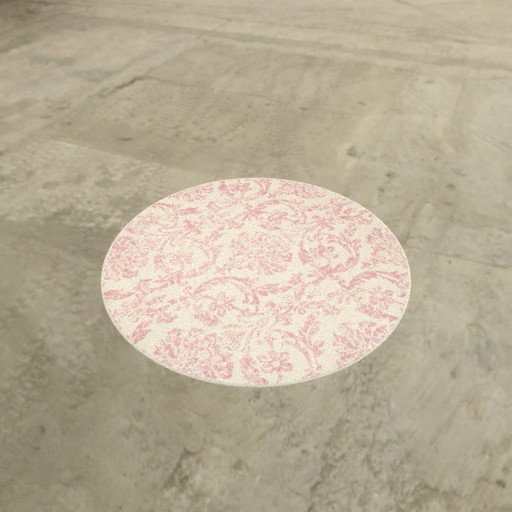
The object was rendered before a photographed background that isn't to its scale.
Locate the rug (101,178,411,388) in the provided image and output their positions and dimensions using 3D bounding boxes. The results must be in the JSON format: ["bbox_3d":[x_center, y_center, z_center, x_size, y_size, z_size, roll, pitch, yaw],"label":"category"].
[{"bbox_3d":[0.000,0.000,2.354,1.593,0.012,1.593,0,41,0],"label":"rug"}]
